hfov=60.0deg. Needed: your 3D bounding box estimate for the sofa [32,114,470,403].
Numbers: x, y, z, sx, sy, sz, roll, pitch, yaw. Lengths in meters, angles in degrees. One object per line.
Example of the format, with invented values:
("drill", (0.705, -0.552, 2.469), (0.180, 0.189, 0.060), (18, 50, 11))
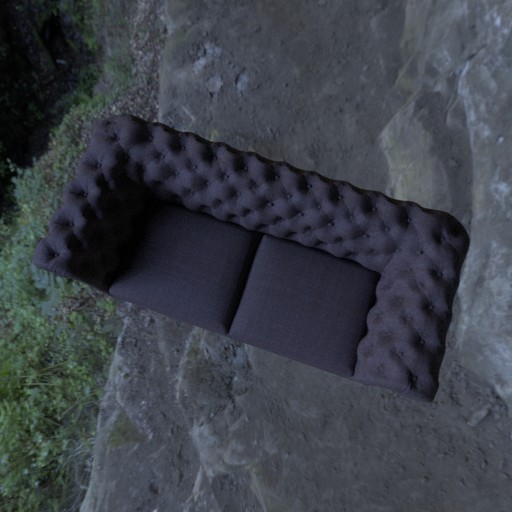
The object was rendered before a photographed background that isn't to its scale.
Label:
("sofa", (0.000, 0.000, 2.485), (2.048, 0.780, 0.944), (18, 76, 5))
